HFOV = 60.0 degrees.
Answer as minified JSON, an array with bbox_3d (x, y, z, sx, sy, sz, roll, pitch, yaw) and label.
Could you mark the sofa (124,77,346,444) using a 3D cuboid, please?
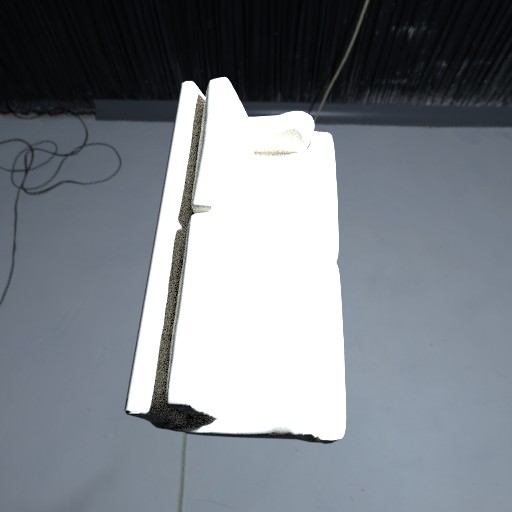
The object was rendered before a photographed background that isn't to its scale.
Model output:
[{"bbox_3d":[0.000,0.000,2.822,1.086,1.087,2.159,2,63,1],"label":"sofa"}]
